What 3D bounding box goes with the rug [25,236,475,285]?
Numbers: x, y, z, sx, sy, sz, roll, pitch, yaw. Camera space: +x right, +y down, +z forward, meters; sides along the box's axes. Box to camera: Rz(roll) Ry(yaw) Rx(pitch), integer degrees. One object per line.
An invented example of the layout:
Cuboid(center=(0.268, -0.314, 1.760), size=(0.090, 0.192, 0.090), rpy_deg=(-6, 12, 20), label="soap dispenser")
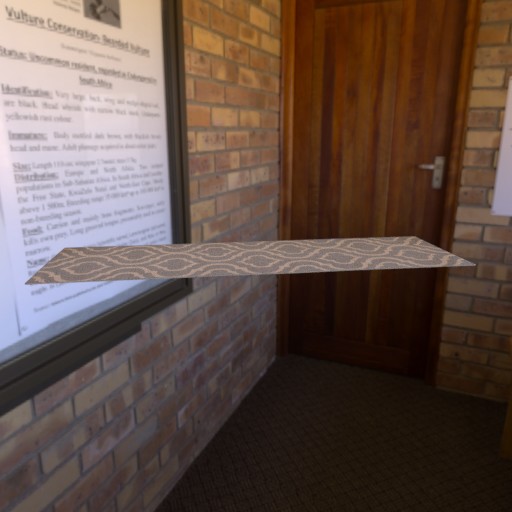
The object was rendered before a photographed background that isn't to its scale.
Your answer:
Cuboid(center=(0.000, 0.000, 2.536), size=(2.275, 0.009, 0.684), rpy_deg=(-2, 16, -8), label="rug")
